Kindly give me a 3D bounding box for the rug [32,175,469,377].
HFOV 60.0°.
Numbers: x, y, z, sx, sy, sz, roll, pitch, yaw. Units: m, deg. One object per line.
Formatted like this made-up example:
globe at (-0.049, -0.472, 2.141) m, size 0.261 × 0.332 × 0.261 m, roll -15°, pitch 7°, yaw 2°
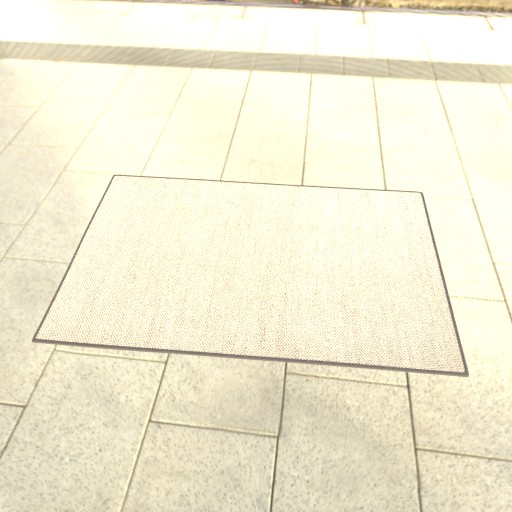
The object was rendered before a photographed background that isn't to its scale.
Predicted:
rug at (0.000, 0.000, 2.037) m, size 1.676 × 0.013 × 1.067 m, roll 4°, pitch 48°, yaw 3°
